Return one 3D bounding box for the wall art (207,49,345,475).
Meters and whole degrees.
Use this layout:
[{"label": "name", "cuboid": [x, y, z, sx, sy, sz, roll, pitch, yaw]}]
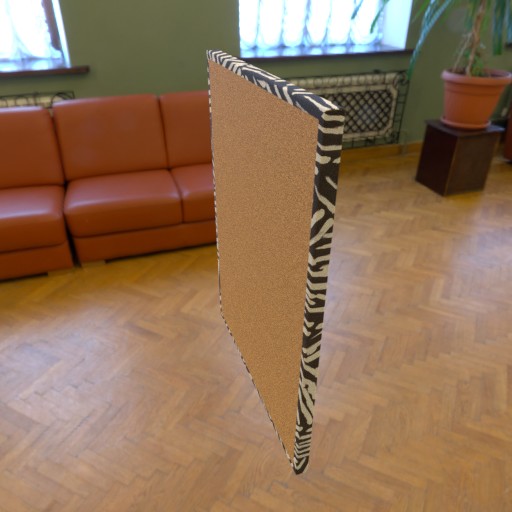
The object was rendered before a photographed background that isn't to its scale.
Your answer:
[{"label": "wall art", "cuboid": [0.000, 0.000, 1.299, 0.038, 1.017, 0.765, -11, 34, -17]}]
